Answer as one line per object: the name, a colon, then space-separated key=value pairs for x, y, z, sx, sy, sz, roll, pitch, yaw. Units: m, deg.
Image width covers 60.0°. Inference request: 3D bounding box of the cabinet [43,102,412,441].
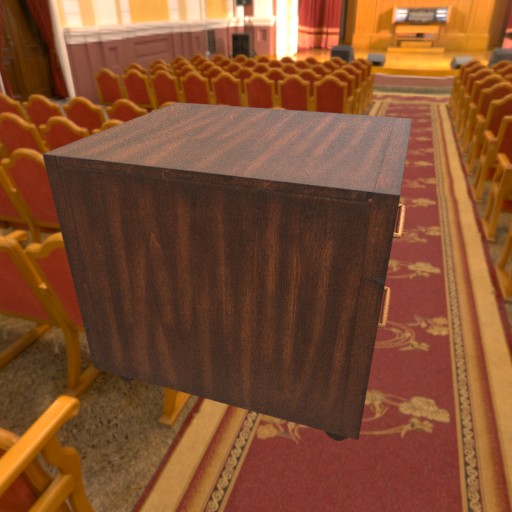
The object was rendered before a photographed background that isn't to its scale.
cabinet: x=0.000 y=0.000 z=0.832 sx=0.500 sy=0.455 sz=0.402 roll=10 pitch=31 yaw=16
